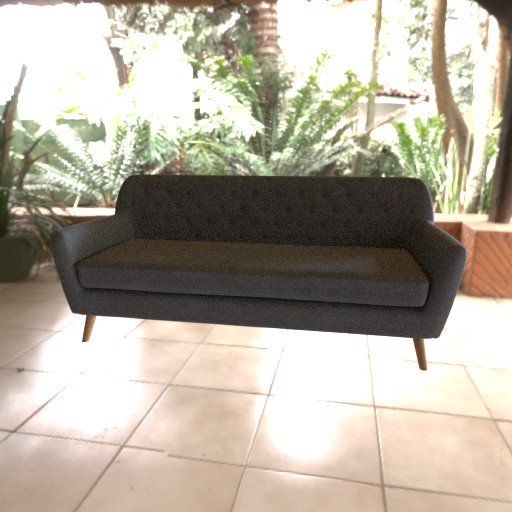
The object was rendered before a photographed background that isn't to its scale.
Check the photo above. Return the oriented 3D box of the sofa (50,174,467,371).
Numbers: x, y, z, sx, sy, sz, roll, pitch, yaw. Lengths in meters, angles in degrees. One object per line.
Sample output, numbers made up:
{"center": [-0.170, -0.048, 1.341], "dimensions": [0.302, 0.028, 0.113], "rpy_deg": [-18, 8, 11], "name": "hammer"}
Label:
{"center": [0.000, 0.000, 2.442], "dimensions": [1.970, 0.830, 0.830], "rpy_deg": [2, 14, 10], "name": "sofa"}
